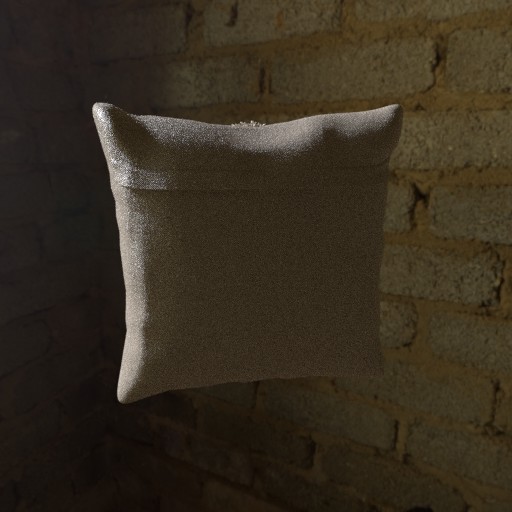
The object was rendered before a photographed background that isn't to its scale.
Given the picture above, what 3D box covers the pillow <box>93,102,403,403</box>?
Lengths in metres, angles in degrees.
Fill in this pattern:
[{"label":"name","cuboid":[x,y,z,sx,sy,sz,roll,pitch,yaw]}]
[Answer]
[{"label":"pillow","cuboid":[0.000,0.000,0.749,0.484,0.490,0.234,-3,15,-10]}]
